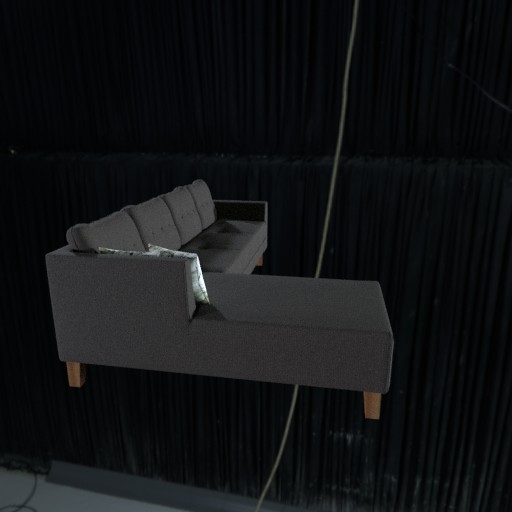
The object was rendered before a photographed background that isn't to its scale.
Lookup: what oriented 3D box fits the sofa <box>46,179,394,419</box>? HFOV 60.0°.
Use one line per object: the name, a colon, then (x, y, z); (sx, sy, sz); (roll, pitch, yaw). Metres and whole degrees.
sofa: (0.000, 0.000, 3.531); (1.829, 0.932, 2.679); (3, 16, 10)
